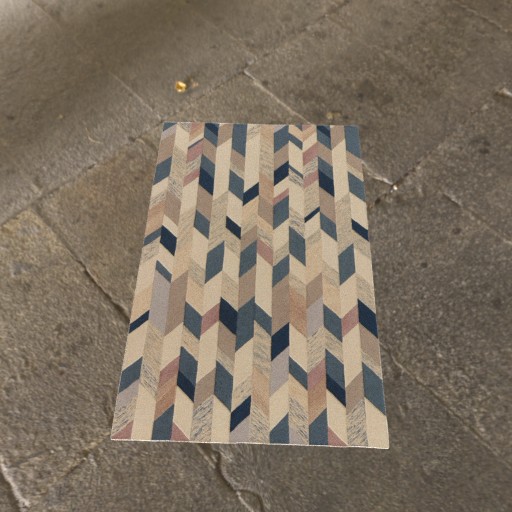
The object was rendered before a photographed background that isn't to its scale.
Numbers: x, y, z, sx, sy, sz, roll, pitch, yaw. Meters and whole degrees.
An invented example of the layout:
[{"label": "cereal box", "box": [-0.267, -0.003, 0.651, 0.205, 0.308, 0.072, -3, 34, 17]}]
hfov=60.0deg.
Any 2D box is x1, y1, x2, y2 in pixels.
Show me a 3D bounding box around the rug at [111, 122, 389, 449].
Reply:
[{"label": "rug", "box": [0.000, 0.000, 2.311, 1.202, 0.006, 1.813, 2, 63, 1]}]
